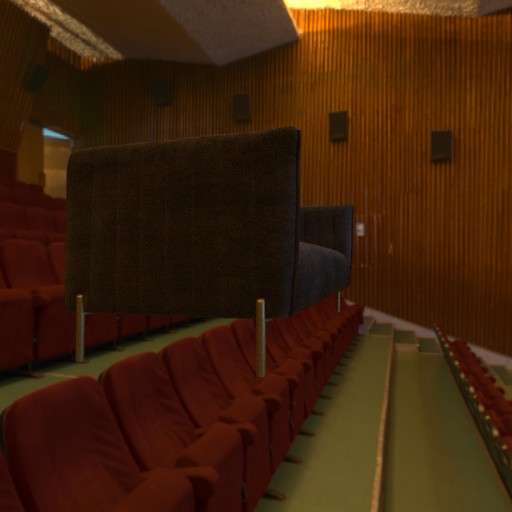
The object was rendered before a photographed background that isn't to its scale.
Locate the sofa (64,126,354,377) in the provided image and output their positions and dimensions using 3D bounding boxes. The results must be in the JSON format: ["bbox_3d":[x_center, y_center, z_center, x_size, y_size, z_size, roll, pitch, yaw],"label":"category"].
[{"bbox_3d":[0.000,0.000,2.383,0.876,0.780,1.980,0,-1,17],"label":"sofa"}]
